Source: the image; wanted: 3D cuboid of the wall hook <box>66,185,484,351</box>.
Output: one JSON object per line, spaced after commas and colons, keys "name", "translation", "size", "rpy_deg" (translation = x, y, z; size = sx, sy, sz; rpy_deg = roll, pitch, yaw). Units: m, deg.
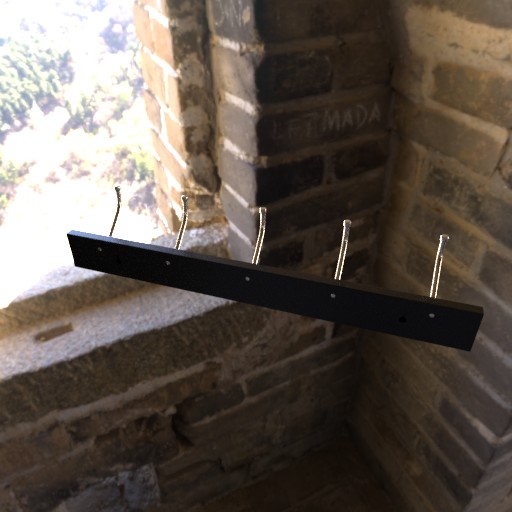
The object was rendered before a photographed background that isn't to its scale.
{"name": "wall hook", "translation": [0.000, 0.000, 0.610], "size": [0.571, 0.117, 0.071], "rpy_deg": [10, 34, 16]}
